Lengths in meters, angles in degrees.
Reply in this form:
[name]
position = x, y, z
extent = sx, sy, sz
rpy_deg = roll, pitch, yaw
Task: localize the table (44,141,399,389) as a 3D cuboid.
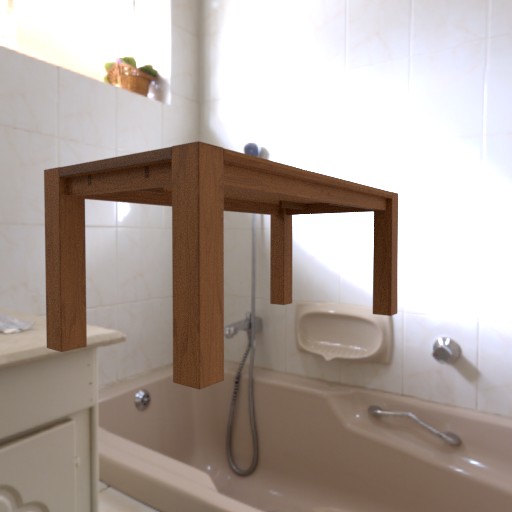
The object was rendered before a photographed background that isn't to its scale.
[table]
position = 0.000, 0.000, 2.341
extent = 0.900, 0.760, 1.800
rpy_deg = 1, 2, 36
